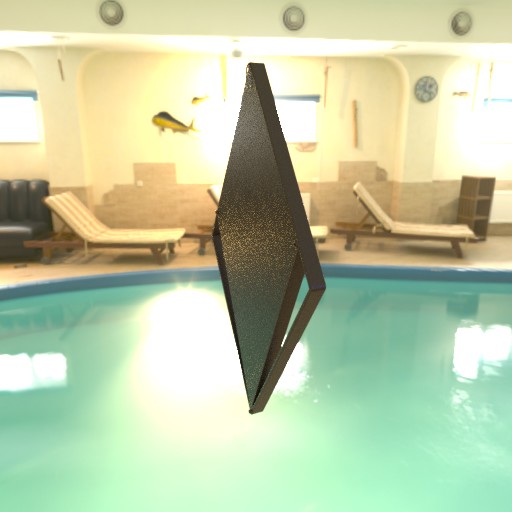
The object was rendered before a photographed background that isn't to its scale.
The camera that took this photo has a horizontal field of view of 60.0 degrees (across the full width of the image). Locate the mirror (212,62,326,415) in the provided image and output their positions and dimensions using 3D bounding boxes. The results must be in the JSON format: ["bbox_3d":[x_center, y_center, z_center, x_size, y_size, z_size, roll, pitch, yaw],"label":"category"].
[{"bbox_3d":[0.000,0.000,0.839,0.032,0.679,0.419,-7,16,-25],"label":"mirror"}]
